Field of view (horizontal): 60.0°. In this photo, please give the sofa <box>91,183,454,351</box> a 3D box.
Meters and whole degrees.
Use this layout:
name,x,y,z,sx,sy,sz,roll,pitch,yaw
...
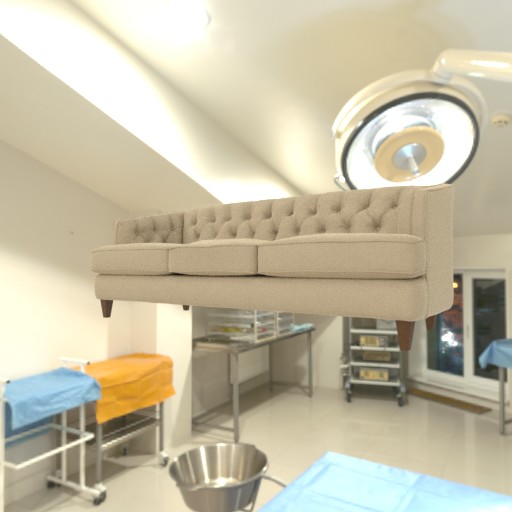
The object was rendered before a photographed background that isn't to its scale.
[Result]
name,x,y,z,sx,sy,sz,roll,pitch,yaw
sofa,0.000,0.000,2.819,2.278,0.855,0.941,-1,-2,36
